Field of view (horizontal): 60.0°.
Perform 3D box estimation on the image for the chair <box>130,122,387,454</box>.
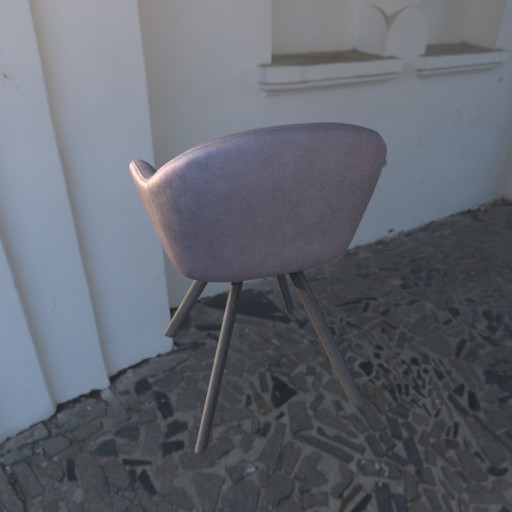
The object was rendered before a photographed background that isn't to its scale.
[{"bbox_3d":[0.000,0.000,1.177,0.567,0.781,0.544,-9,29,-17],"label":"chair"}]
